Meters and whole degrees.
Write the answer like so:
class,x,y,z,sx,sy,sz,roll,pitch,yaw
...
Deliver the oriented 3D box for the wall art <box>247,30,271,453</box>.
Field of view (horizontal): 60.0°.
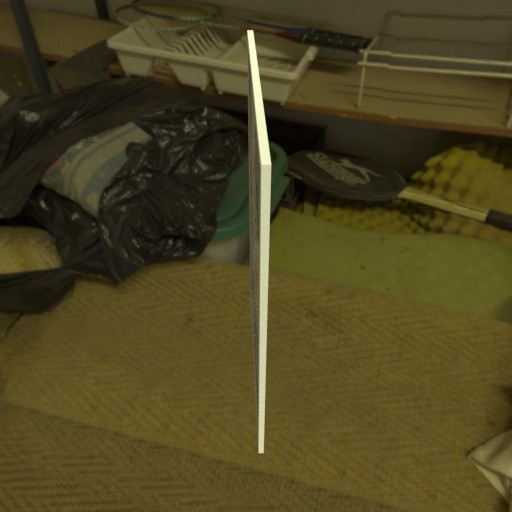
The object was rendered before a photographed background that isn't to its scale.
class,x,y,z,sx,sy,sz,roll,pitch,yaw
wall art,0.000,0.000,1.219,0.015,0.965,0.660,-2,42,-2
